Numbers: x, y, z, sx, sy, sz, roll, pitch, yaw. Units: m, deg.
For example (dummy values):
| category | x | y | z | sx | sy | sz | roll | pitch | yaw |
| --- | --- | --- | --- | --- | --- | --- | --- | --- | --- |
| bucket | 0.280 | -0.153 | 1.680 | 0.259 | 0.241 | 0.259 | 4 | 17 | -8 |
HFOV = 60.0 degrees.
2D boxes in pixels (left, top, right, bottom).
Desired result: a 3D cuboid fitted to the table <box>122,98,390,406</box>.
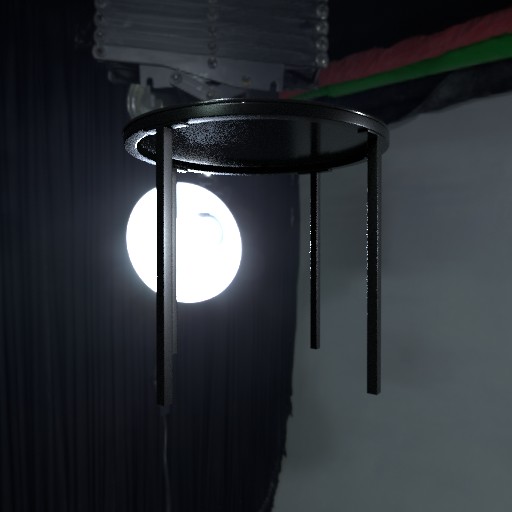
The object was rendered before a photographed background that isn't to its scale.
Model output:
| category | x | y | z | sx | sy | sz | roll | pitch | yaw |
| --- | --- | --- | --- | --- | --- | --- | --- | --- | --- |
| table | 0.000 | 0.000 | 0.863 | 0.499 | 0.443 | 0.499 | 0 | 1 | 0 |
